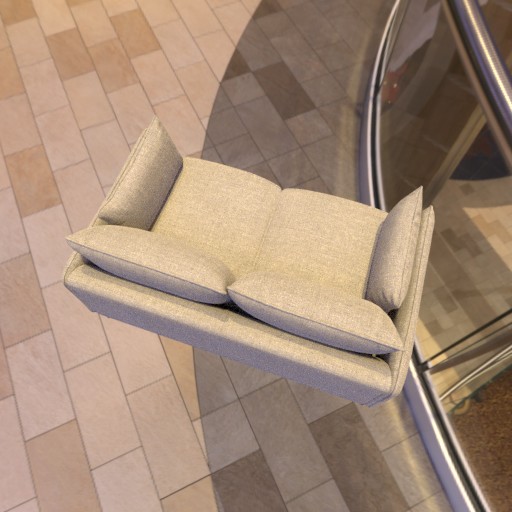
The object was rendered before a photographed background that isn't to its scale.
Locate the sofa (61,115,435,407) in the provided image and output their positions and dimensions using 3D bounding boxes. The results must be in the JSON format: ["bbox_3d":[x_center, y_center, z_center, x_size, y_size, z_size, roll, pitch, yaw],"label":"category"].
[{"bbox_3d":[0.000,0.000,2.195,1.580,0.851,0.972,17,66,8],"label":"sofa"}]
